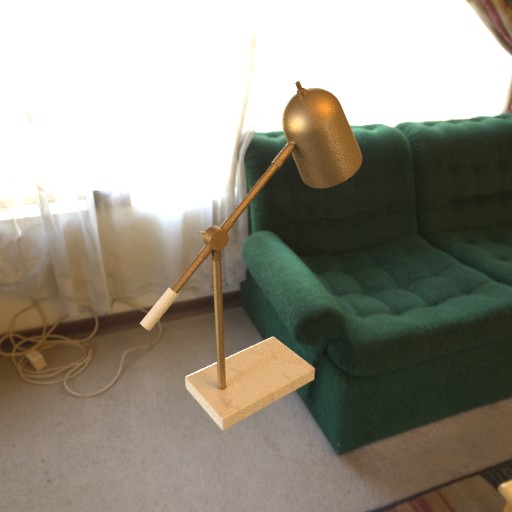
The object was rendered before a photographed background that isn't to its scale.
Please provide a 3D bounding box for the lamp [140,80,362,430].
[{"bbox_3d":[0.000,0.000,0.829,0.471,0.603,0.144,-18,31,-33],"label":"lamp"}]
